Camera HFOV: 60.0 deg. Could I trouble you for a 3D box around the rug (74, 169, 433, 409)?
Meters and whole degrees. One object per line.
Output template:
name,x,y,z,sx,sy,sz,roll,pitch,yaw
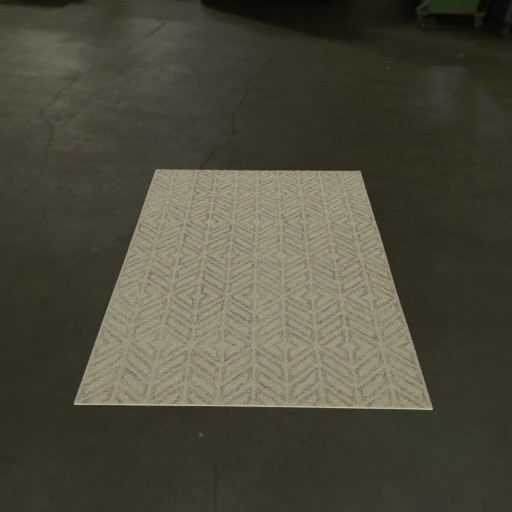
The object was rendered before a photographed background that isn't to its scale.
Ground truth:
rug,0.000,0.000,4.118,2.421,0.008,3.045,1,42,1
